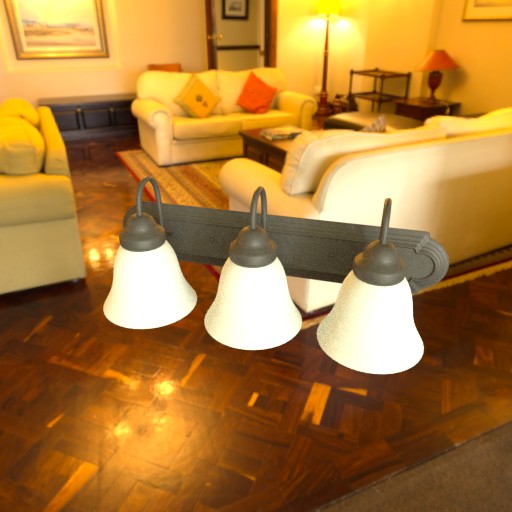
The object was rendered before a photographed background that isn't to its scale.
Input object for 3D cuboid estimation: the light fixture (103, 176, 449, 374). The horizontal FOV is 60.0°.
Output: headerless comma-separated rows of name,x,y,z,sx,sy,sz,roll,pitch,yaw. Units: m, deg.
light fixture,0.000,0.000,0.716,0.610,0.222,0.199,8,28,14
